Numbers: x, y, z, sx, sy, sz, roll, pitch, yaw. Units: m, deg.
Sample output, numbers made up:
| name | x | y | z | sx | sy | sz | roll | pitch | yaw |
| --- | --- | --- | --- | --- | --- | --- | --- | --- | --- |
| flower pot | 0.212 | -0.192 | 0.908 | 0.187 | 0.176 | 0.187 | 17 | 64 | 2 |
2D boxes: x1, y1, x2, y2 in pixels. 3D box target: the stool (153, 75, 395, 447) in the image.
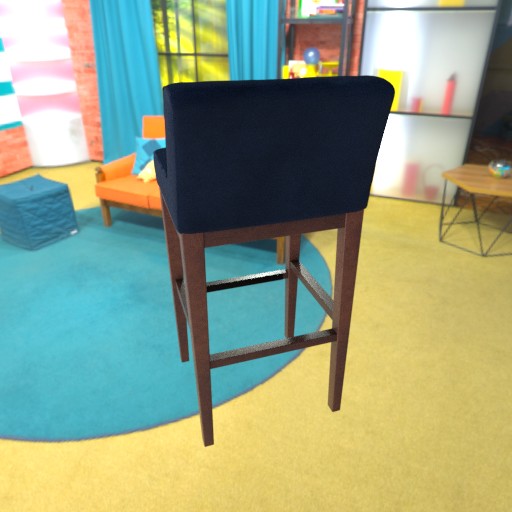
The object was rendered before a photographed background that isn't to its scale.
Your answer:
| name | x | y | z | sx | sy | sz | roll | pitch | yaw |
| --- | --- | --- | --- | --- | --- | --- | --- | --- | --- |
| stool | 0.000 | 0.000 | 1.337 | 0.511 | 1.037 | 0.500 | -9 | 29 | -16 |
